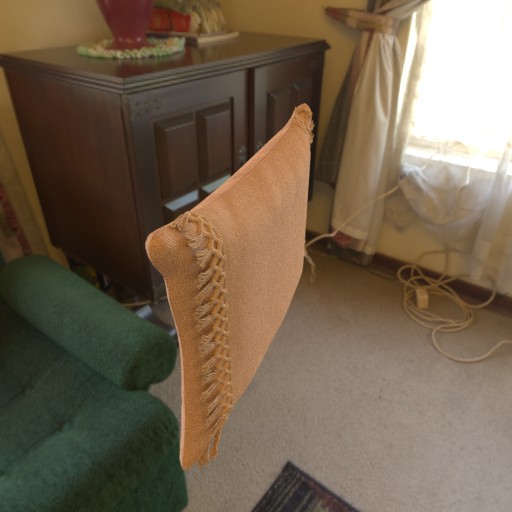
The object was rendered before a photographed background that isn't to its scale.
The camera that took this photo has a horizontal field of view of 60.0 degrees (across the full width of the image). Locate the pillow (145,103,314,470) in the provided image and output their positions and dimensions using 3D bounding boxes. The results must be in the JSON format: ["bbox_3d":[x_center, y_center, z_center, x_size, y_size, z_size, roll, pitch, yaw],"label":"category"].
[{"bbox_3d":[0.000,0.000,0.598,0.084,0.305,0.466,11,34,17],"label":"pillow"}]
